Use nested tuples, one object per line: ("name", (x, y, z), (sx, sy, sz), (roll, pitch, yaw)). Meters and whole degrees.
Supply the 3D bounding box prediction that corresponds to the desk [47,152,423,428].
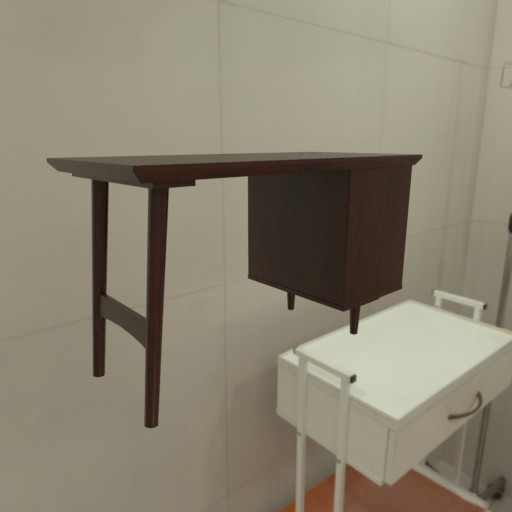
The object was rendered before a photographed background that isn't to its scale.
("desk", (0.000, 0.000, 1.721), (1.277, 0.758, 0.612), (-12, 19, -40))
